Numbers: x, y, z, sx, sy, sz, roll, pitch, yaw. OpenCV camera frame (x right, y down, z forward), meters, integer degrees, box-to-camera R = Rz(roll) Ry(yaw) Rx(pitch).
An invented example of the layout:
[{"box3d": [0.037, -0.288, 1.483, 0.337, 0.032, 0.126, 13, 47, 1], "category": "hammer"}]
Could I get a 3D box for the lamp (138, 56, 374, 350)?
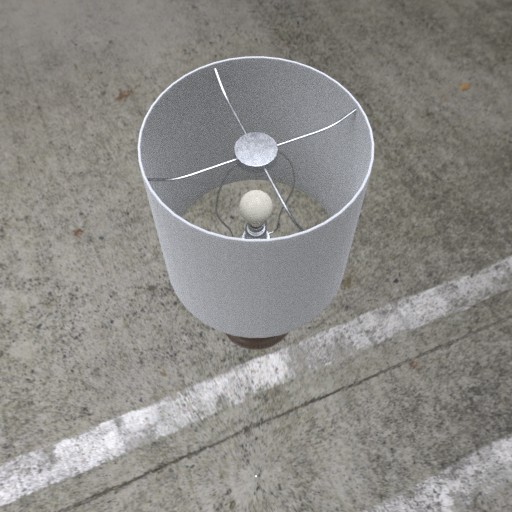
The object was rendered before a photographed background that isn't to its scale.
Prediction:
[{"box3d": [0.000, 0.000, 0.474, 0.186, 0.369, 0.186, 0, 64, 0], "category": "lamp"}]
